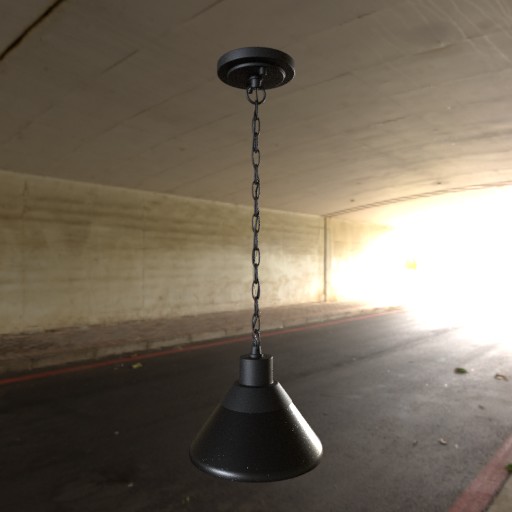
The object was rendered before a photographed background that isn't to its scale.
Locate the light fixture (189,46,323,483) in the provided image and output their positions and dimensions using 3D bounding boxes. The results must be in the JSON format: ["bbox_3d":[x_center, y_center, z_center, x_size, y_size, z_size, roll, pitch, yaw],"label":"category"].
[{"bbox_3d":[0.000,0.000,0.677,0.201,0.588,0.201,0,-2,-16],"label":"light fixture"}]
